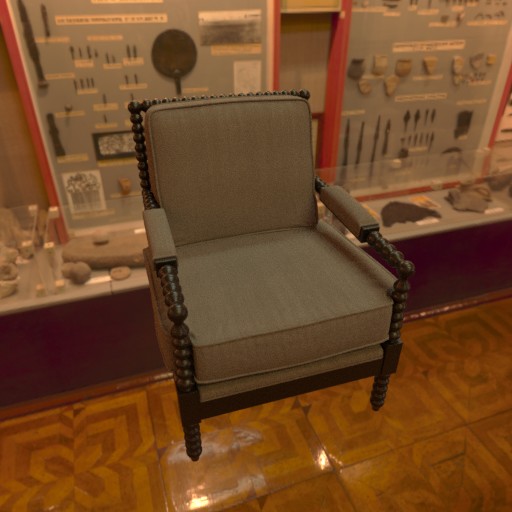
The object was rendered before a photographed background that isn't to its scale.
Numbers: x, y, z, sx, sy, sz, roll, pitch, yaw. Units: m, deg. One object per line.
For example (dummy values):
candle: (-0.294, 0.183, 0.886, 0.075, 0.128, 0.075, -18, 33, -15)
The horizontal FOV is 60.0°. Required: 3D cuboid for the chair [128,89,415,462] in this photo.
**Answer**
chair: (0.000, 0.000, 1.107, 0.540, 0.661, 0.622, -9, 33, -15)
